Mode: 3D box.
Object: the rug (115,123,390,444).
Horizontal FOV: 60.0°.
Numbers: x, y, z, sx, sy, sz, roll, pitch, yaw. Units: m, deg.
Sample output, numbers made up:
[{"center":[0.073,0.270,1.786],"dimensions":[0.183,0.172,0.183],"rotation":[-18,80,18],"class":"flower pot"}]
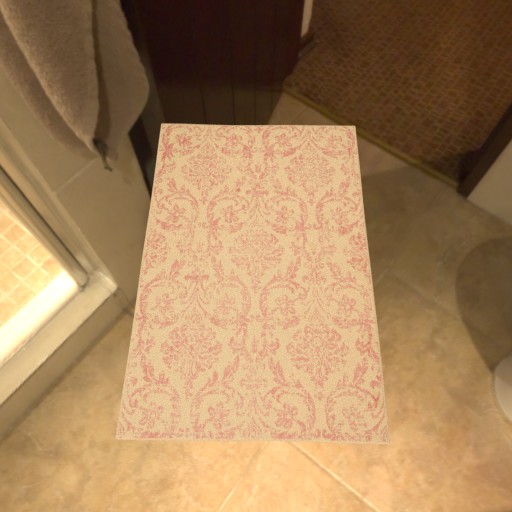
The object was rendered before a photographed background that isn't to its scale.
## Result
[{"center":[0.000,0.000,3.541],"dimensions":[1.819,0.018,2.746],"rotation":[1,64,0],"class":"rug"}]
